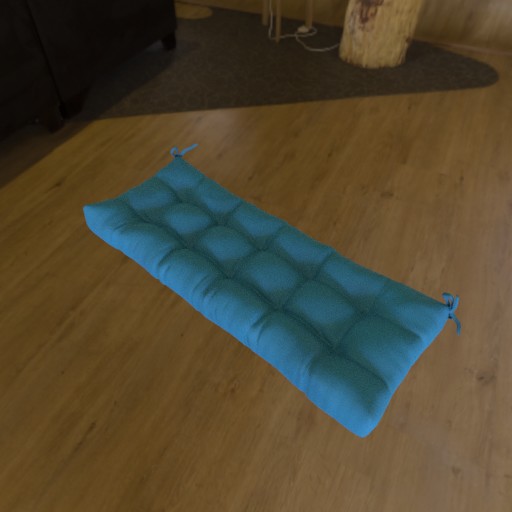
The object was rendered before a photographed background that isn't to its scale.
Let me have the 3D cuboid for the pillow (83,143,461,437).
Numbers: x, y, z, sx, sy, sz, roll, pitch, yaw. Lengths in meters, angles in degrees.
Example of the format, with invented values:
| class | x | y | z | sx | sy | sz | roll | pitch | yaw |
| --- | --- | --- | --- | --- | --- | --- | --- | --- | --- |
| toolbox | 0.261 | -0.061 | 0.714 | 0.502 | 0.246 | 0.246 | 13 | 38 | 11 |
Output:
| class | x | y | z | sx | sy | sz | roll | pitch | yaw |
| --- | --- | --- | --- | --- | --- | --- | --- | --- | --- |
| pillow | 0.000 | 0.000 | 1.377 | 1.194 | 0.174 | 0.511 | 32 | 54 | 27 |
